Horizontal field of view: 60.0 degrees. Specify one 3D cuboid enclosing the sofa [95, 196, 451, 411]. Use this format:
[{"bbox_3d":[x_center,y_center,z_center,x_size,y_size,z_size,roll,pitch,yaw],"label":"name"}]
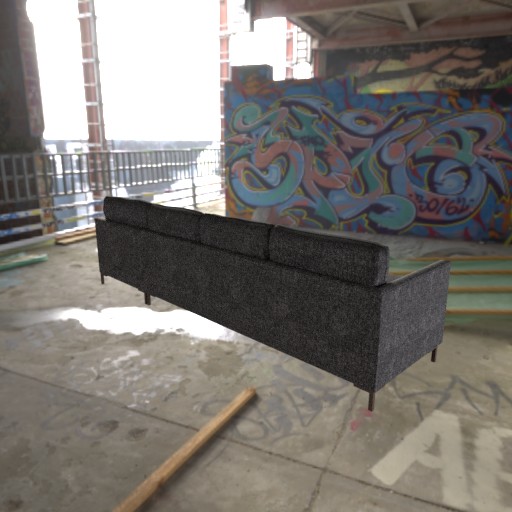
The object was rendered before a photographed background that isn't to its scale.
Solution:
[{"bbox_3d":[0.000,0.000,4.082,1.488,0.970,3.384,-14,20,-43],"label":"sofa"}]
